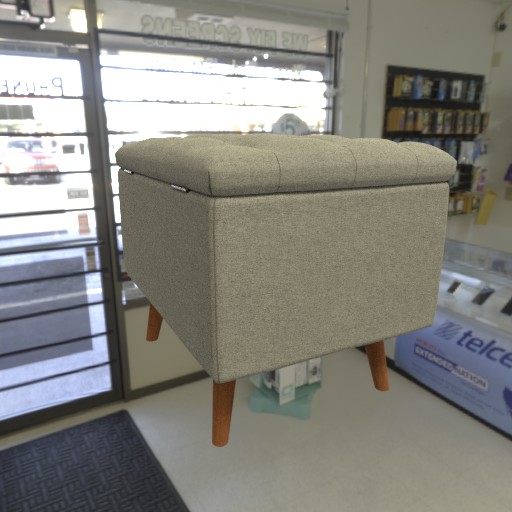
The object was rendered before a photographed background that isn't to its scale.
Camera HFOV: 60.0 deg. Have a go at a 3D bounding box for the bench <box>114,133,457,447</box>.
[{"bbox_3d":[0.000,0.000,0.882,0.417,0.469,0.572,-8,17,-27],"label":"bench"}]
